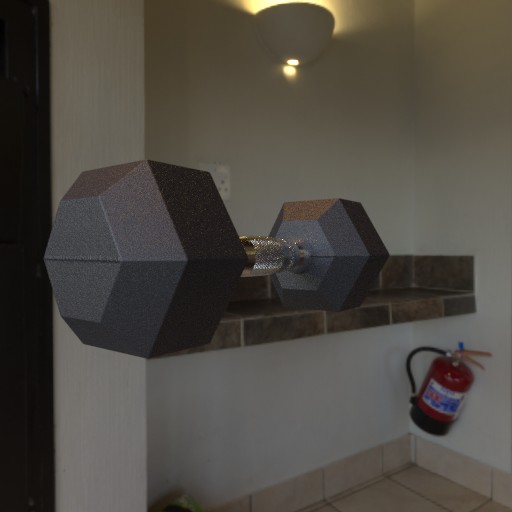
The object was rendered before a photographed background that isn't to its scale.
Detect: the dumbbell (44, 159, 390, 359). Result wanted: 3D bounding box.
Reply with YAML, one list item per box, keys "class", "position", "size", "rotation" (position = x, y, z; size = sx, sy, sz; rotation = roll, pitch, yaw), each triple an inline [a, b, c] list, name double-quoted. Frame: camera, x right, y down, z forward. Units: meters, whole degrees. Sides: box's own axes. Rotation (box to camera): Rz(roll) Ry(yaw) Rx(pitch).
- class: "dumbbell"
  position: [0.000, 0.000, 0.314]
  size: [0.106, 0.092, 0.272]
  rotation: [1, 1, 37]
